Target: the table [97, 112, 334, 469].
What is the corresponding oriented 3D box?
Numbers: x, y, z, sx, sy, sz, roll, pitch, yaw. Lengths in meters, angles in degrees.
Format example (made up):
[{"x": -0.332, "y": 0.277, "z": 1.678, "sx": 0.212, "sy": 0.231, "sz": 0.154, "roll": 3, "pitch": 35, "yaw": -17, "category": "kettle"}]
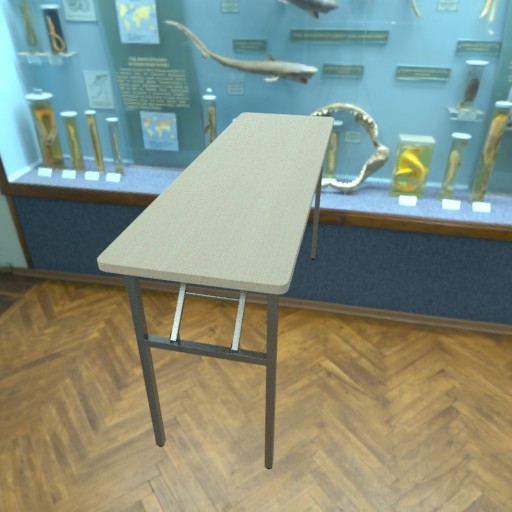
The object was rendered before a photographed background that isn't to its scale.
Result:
[{"x": 0.000, "y": 0.000, "z": 1.737, "sx": 0.446, "sy": 0.750, "sz": 1.397, "roll": 7, "pitch": 32, "yaw": 11, "category": "table"}]
